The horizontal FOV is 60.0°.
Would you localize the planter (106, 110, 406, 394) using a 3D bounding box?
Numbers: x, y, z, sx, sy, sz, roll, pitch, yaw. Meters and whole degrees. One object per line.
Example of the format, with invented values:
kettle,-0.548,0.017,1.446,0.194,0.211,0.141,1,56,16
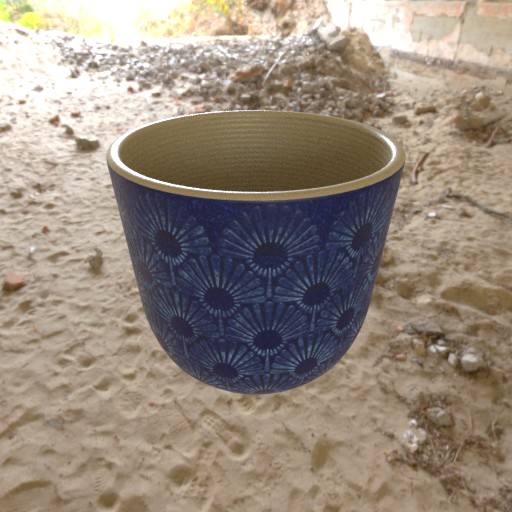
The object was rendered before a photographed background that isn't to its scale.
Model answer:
planter,0.000,0.000,0.364,0.206,0.190,0.206,0,30,0
